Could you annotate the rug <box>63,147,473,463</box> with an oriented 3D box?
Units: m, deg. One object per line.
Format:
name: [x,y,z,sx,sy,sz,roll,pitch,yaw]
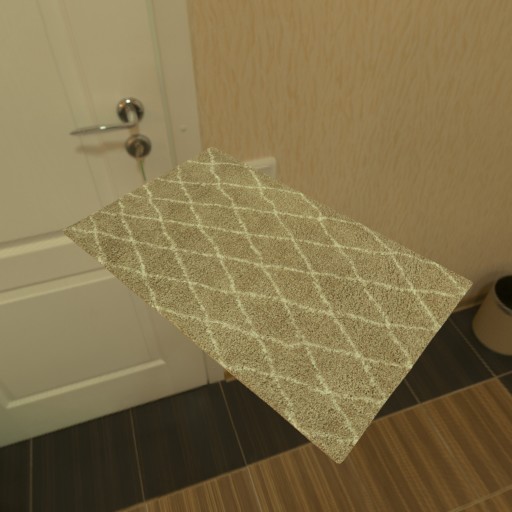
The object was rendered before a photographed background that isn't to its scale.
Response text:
rug: [0.000,0.000,3.059,2.438,0.030,1.524,33,54,28]
